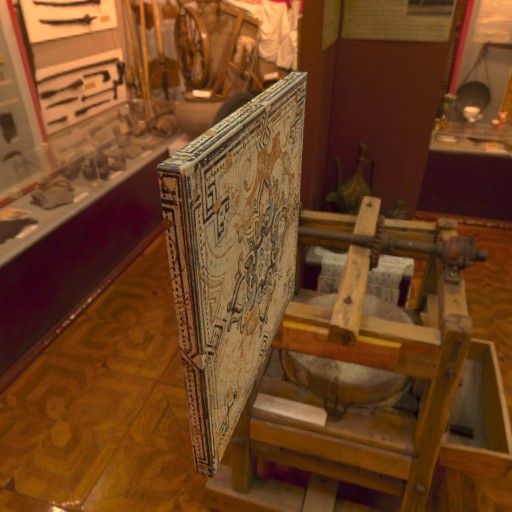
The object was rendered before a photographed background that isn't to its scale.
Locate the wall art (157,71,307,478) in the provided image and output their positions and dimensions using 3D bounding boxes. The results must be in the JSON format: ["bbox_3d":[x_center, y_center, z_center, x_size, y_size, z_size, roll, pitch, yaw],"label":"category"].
[{"bbox_3d":[0.000,0.000,0.908,0.036,0.607,0.609,10,34,16],"label":"wall art"}]
